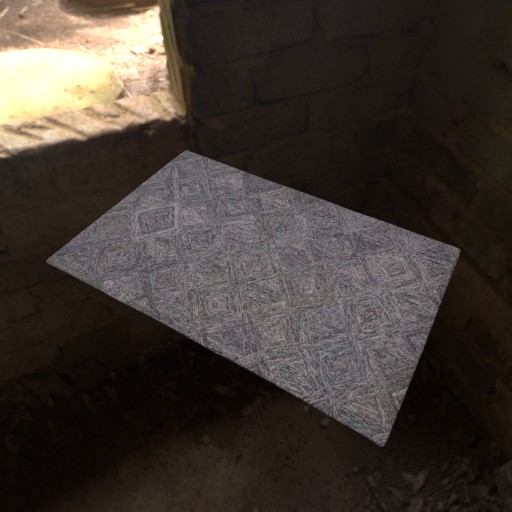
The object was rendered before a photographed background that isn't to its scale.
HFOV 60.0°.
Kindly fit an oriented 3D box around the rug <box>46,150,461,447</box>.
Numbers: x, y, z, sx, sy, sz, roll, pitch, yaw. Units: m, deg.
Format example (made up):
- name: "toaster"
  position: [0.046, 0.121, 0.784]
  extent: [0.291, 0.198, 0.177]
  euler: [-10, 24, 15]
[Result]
- name: "rug"
  position: [0.000, 0.000, 2.220]
  extent: [1.752, 0.013, 1.158]
  euler: [23, 51, 21]
